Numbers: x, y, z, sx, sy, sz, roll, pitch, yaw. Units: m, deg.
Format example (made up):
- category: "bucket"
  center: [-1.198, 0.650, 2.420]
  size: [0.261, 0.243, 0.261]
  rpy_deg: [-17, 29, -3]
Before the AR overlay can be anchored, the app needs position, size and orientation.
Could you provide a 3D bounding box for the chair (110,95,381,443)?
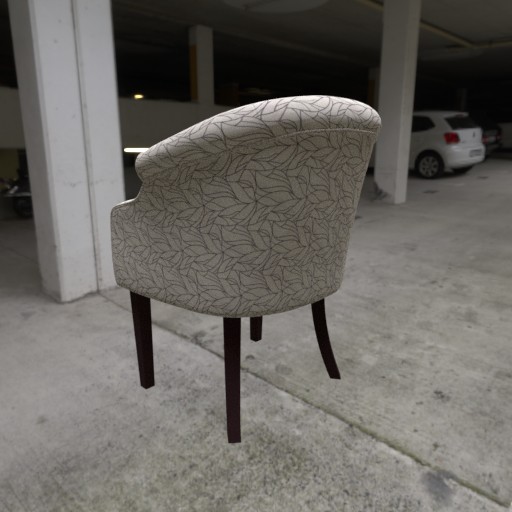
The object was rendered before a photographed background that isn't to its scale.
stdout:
- category: "chair"
  center: [0.000, 0.000, 1.315]
  size: [0.613, 0.858, 0.686]
  rpy_deg: [14, 20, 43]
